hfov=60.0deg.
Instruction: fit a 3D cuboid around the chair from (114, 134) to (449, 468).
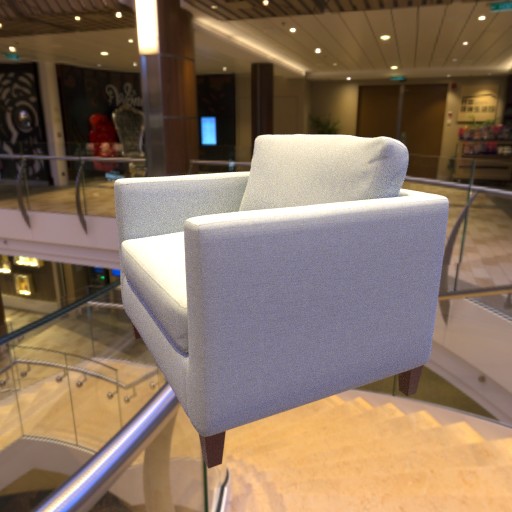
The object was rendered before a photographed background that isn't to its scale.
[{"bbox_3d":[0.000,0.000,1.818,0.953,0.961,1.107,-8,18,-26],"label":"chair"}]
